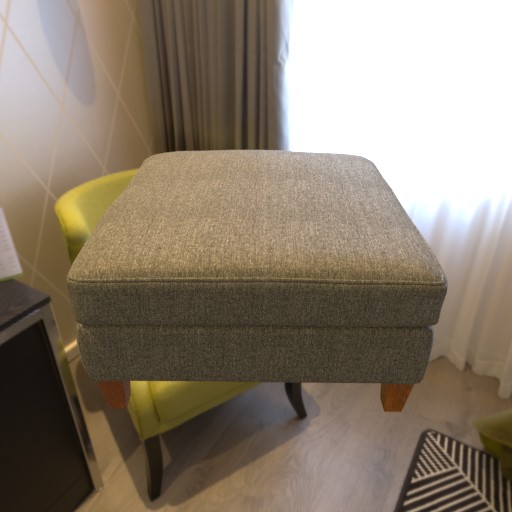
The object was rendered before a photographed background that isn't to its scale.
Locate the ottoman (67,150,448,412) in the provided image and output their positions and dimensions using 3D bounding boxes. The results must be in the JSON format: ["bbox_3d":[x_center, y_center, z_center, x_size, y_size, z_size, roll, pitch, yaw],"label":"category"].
[{"bbox_3d":[0.000,0.000,1.364,0.838,0.481,0.838,0,31,1],"label":"ottoman"}]
